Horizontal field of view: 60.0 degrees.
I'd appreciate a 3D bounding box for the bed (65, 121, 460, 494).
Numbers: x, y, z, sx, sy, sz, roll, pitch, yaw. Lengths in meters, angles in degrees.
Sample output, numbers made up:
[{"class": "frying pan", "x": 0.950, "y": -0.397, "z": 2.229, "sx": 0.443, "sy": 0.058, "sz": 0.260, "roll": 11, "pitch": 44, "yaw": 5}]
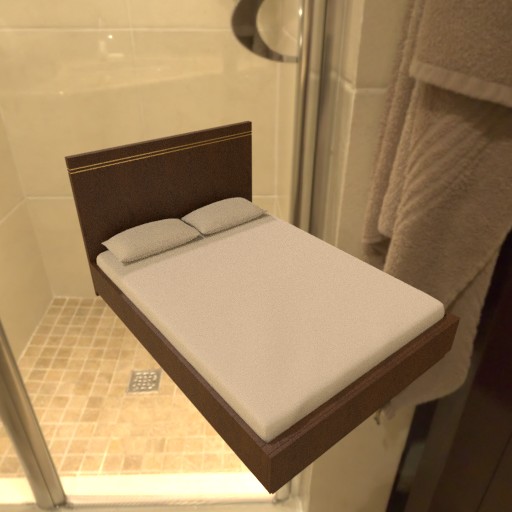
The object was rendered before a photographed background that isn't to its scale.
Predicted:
[{"class": "bed", "x": 0.000, "y": 0.000, "z": 3.051, "sx": 1.613, "sy": 1.169, "sz": 2.221, "roll": -22, "pitch": 37, "yaw": -33}]
